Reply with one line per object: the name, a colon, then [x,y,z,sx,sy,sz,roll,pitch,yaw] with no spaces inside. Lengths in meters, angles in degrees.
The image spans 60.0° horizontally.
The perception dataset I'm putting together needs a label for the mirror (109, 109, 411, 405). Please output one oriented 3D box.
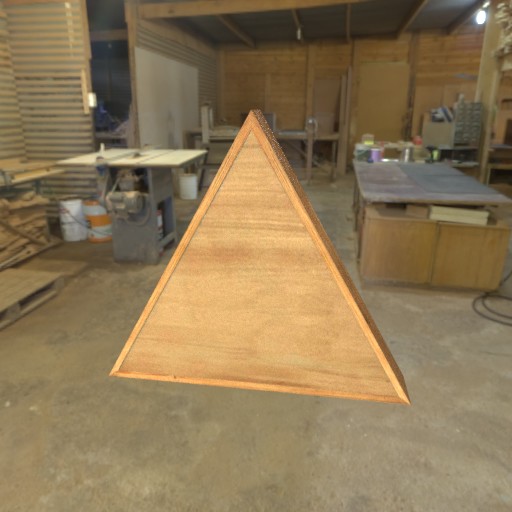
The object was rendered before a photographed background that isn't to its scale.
mirror: [0.000,0.000,0.874,0.631,0.548,0.100,3,19,9]
